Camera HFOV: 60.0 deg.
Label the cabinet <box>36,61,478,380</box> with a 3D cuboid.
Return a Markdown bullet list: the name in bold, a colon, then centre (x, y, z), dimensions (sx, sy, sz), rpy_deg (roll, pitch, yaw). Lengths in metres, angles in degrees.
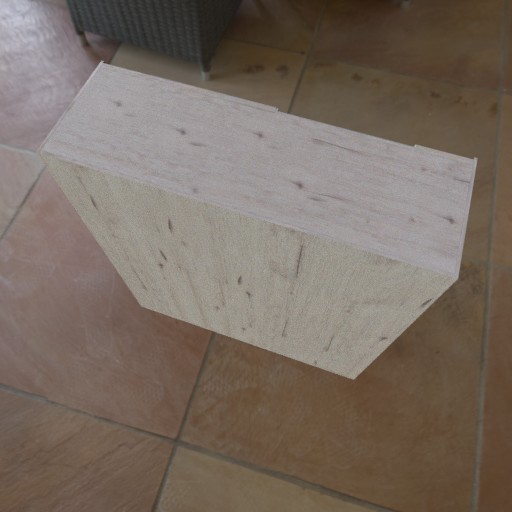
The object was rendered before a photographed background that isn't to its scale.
- **cabinet**: centre (0.000, 0.000, 3.091), dimensions (2.000, 2.180, 0.660), rpy_deg (17, 65, 8)
